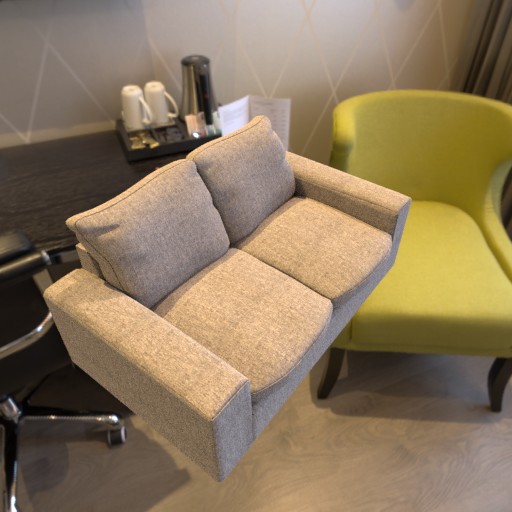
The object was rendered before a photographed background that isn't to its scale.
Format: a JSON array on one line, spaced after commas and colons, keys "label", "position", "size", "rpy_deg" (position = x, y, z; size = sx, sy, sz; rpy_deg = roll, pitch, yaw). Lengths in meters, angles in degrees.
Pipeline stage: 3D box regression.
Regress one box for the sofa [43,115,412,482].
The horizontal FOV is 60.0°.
[{"label": "sofa", "position": [0.000, 0.000, 2.338], "size": [1.094, 0.877, 1.758], "rpy_deg": [26, 47, 27]}]
